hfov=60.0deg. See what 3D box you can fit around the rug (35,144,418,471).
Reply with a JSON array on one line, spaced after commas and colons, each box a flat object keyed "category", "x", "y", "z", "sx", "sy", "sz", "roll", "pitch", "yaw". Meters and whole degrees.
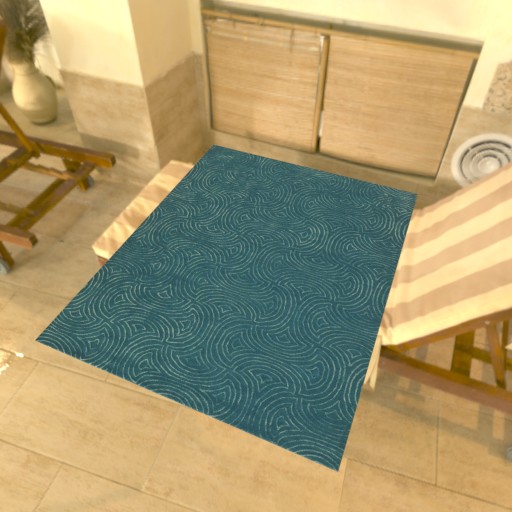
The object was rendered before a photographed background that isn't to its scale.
[{"category": "rug", "x": 0.000, "y": 0.000, "z": 4.075, "sx": 2.432, "sy": 0.012, "sz": 3.033, "roll": 17, "pitch": 49, "yaw": 16}]
